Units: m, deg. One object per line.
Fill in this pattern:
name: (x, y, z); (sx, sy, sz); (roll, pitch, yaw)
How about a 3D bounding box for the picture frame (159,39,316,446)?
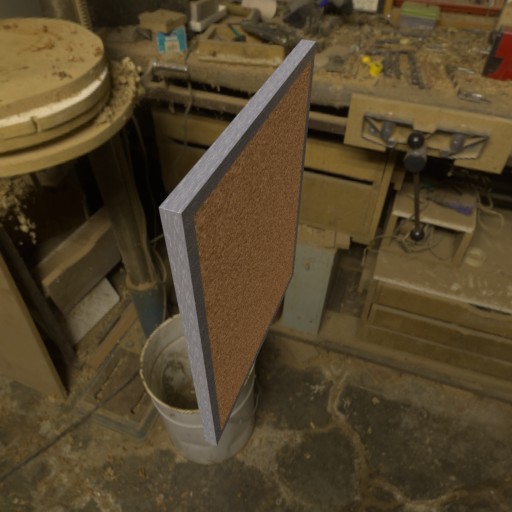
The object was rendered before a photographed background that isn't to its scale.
picture frame: (0.000, 0.000, 0.764); (0.029, 0.559, 0.454); (16, 48, 15)
